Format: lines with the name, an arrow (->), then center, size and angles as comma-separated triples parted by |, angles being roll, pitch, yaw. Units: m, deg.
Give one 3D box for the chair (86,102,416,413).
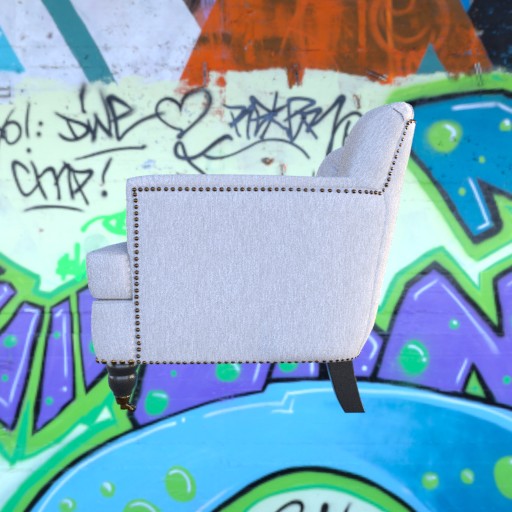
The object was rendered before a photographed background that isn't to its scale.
chair -> 0.000, 0.000, 1.467 | 0.902, 0.823, 0.737 | 0, 1, -2
